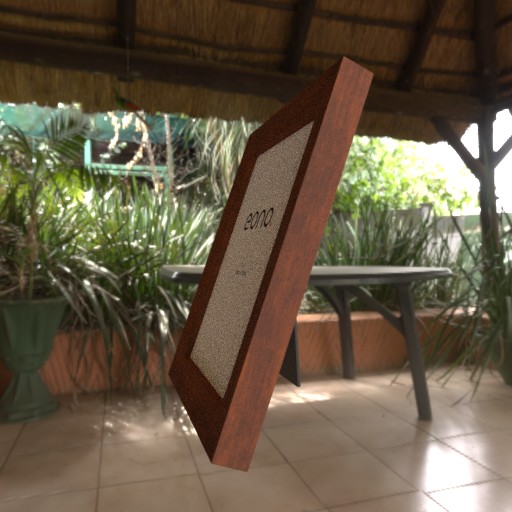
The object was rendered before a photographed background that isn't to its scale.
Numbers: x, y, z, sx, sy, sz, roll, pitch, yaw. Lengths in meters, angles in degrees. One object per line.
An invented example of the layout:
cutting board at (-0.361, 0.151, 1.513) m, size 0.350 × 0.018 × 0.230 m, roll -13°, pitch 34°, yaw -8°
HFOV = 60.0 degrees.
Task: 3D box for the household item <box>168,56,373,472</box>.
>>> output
household item at (0.000, 0.000, 0.295) m, size 0.096 × 0.204 × 0.160 m, roll 0°, pitch 0°, yaw -18°
